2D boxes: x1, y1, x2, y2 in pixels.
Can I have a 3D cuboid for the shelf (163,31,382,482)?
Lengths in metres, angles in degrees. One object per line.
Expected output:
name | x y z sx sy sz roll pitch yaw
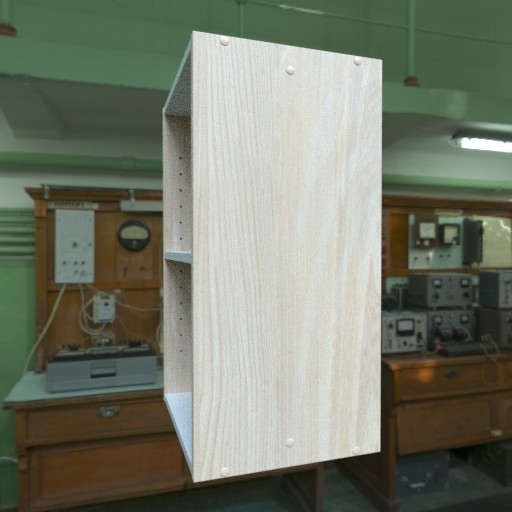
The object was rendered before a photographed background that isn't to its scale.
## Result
shelf | 0.000 0.000 0.798 0.290 0.600 0.350 0 1 -18
